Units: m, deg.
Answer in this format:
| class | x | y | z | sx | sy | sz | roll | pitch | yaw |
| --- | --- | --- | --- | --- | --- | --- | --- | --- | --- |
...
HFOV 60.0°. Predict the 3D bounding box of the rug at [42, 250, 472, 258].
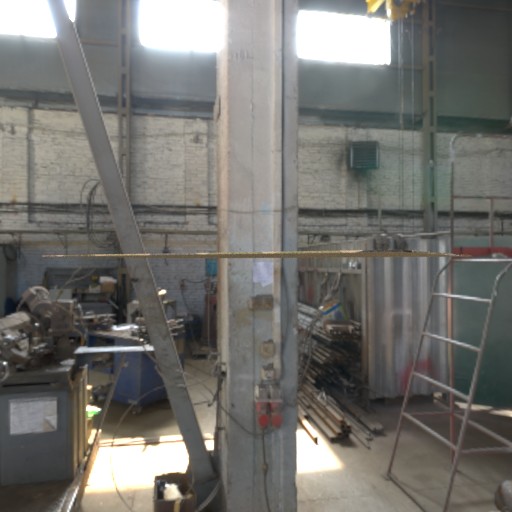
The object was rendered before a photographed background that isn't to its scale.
| class | x | y | z | sx | sy | sz | roll | pitch | yaw |
| --- | --- | --- | --- | --- | --- | --- | --- | --- | --- |
| rug | 0.000 | 0.000 | 2.264 | 1.828 | 0.006 | 1.216 | -1 | -1 | 34 |
